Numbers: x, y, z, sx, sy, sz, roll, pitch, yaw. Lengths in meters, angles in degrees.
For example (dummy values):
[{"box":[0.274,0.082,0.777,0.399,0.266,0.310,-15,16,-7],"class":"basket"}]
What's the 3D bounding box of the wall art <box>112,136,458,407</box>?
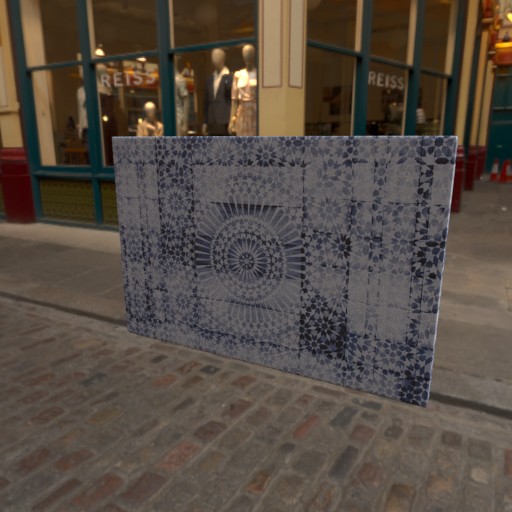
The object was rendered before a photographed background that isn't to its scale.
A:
[{"box":[0.000,0.000,0.780,0.608,0.406,0.030,8,17,26],"class":"wall art"}]
